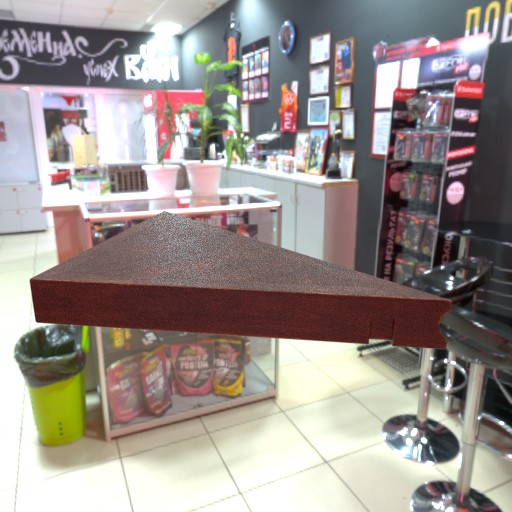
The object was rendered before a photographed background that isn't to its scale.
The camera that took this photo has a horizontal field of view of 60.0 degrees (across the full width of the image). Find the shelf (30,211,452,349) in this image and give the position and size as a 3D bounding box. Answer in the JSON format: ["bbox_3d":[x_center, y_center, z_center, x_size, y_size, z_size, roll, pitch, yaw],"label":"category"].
[{"bbox_3d":[0.000,0.000,0.449,0.296,0.035,0.296,2,16,8],"label":"shelf"}]
